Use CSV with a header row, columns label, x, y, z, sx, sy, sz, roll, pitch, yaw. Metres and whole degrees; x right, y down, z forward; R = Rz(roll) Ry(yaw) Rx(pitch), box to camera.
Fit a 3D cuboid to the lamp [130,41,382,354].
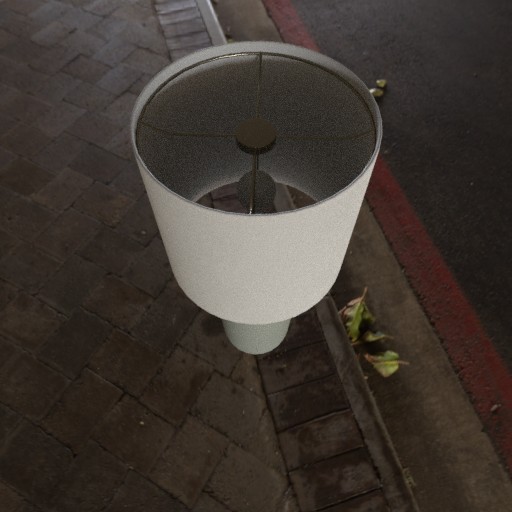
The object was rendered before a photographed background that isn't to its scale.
label,x,y,z,sx,sy,sz,roll,pitch,yaw
lamp,0.000,0.000,0.593,0.220,0.475,0.220,14,60,9
